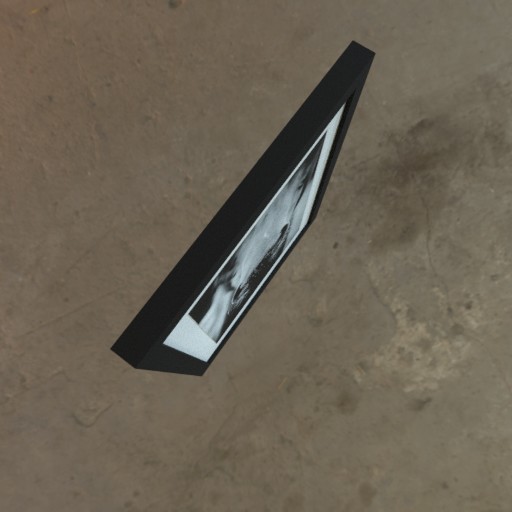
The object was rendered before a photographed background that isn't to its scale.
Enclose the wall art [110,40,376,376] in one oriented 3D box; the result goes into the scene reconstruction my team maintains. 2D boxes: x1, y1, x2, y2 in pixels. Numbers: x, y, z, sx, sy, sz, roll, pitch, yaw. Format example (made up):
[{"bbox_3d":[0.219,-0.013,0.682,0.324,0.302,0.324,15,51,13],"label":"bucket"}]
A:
[{"bbox_3d":[0.000,0.000,0.547,0.024,0.404,0.329,34,77,9],"label":"wall art"}]
